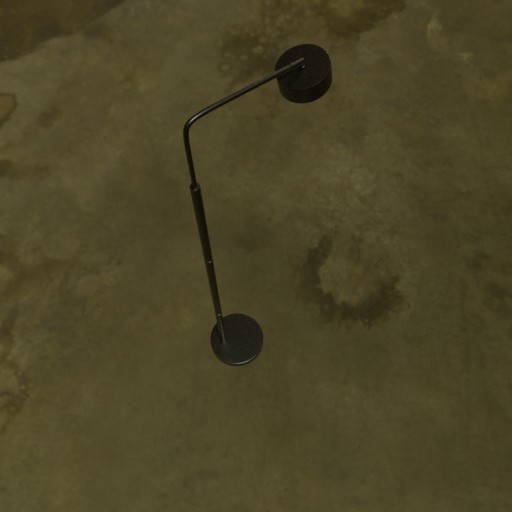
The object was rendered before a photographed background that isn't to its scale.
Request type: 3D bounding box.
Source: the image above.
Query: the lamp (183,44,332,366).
[{"bbox_3d":[0.000,0.000,1.377,0.418,1.230,0.219,-33,65,-17],"label":"lamp"}]
